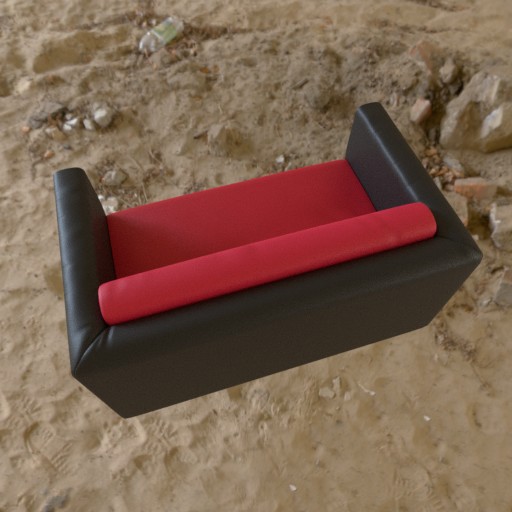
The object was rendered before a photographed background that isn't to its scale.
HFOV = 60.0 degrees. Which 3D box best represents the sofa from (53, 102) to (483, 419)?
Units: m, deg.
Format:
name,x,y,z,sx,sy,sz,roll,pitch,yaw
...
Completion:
name,x,y,z,sx,sy,sz,roll,pitch,yaw
sofa,0.000,0.000,1.879,1.410,0.735,0.845,-15,60,-9
